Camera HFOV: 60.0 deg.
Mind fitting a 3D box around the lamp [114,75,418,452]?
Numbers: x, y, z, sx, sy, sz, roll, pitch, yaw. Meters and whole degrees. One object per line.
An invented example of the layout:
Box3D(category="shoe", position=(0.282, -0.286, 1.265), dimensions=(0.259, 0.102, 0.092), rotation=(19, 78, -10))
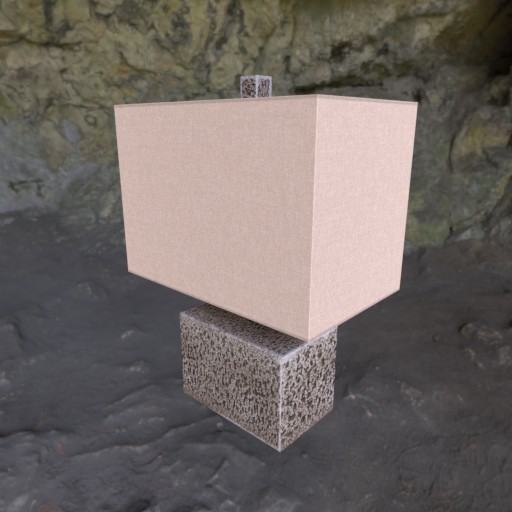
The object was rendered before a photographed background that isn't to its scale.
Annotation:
Box3D(category="lamp", position=(0.000, 0.000, 0.545), dimensions=(0.294, 0.411, 0.180), rotation=(15, 22, 41))
